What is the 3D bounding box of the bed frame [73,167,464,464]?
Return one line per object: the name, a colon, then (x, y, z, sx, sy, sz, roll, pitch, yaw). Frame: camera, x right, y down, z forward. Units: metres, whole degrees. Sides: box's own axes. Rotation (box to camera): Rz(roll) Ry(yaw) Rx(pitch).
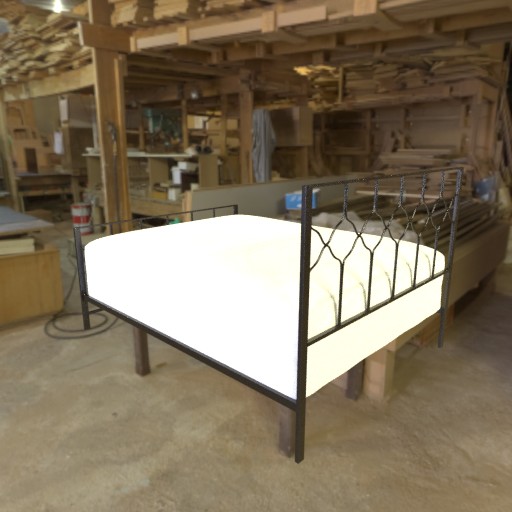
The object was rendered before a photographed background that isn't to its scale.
bed frame: (0.000, 0.000, 3.051, 2.063, 1.222, 1.597, 14, 20, 42)
